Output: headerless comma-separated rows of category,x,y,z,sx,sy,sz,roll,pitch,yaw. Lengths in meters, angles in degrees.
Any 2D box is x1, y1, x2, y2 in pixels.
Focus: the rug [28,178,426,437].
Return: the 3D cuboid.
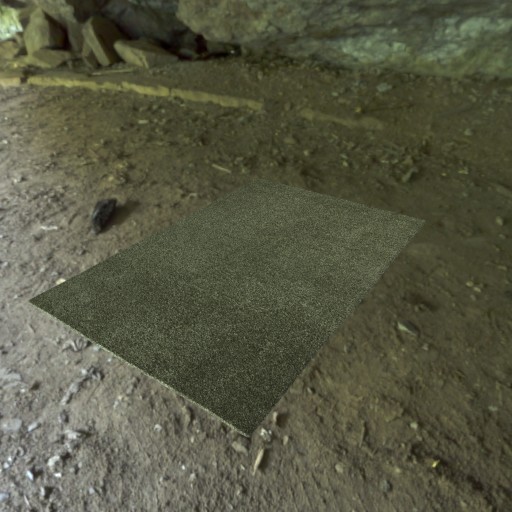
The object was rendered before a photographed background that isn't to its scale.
rug,0.000,0.000,3.434,1.802,0.026,2.699,20,36,29
